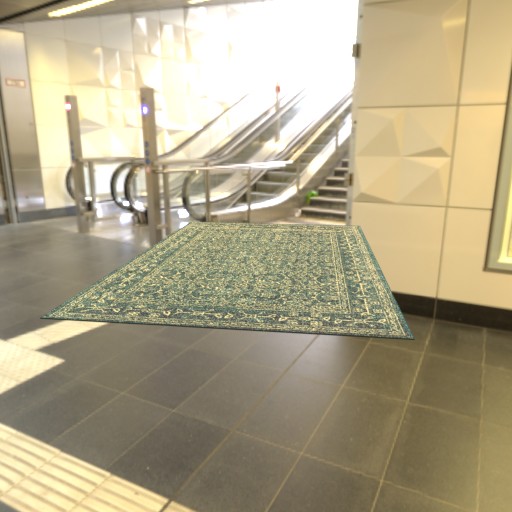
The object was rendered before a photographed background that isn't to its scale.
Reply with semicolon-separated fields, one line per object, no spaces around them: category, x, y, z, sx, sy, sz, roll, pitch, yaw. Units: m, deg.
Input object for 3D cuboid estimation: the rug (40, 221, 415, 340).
rug;0.000;0.000;2.265;1.200;0.005;1.819;2;15;8
